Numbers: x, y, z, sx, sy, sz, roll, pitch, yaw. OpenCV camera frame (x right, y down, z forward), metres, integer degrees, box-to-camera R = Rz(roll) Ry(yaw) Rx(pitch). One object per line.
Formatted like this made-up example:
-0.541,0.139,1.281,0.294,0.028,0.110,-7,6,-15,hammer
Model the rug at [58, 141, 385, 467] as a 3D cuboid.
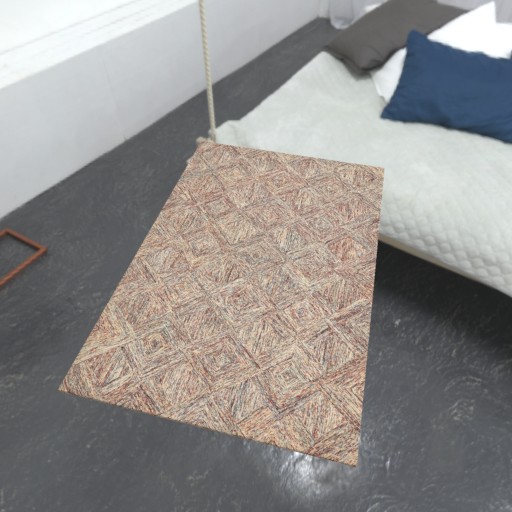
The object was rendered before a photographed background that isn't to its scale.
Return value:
0.000,0.000,2.885,1.523,0.019,2.285,11,49,9,rug
